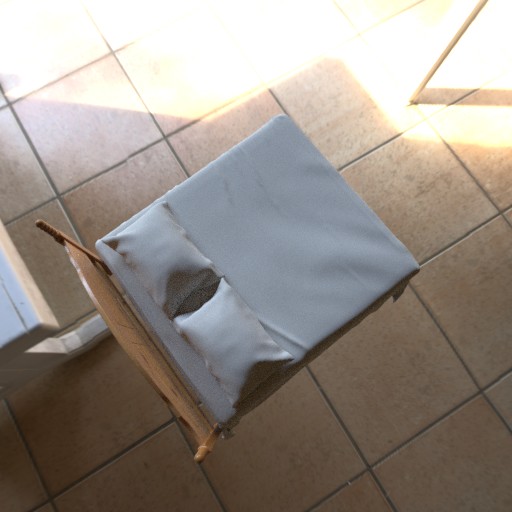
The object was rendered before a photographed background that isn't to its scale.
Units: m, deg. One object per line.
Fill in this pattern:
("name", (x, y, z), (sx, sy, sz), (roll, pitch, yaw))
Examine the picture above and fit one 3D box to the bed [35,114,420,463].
("bed", (0.000, 0.000, 3.216), (2.040, 1.356, 1.873), (-37, 79, -9))
